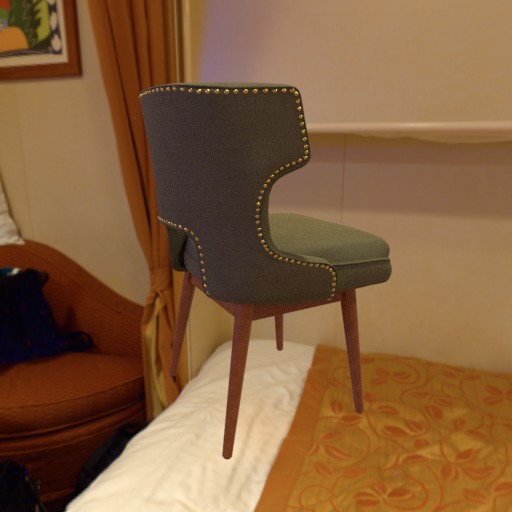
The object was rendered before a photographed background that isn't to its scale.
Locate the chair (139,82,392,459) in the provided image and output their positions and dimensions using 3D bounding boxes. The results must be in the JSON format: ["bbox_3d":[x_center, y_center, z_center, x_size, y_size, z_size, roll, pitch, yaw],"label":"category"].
[{"bbox_3d":[0.000,0.000,1.244,0.581,0.863,0.595,-7,16,-27],"label":"chair"}]
